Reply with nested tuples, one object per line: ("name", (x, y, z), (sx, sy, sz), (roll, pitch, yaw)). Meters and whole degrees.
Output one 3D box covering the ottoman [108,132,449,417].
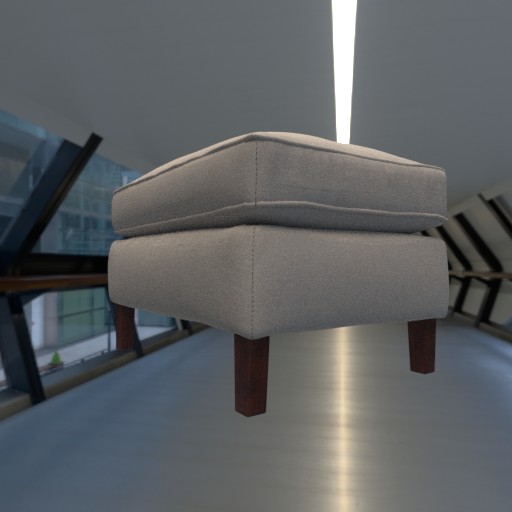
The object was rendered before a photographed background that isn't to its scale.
("ottoman", (0.000, 0.000, 0.986), (0.501, 0.456, 0.665), (0, -1, -35))
